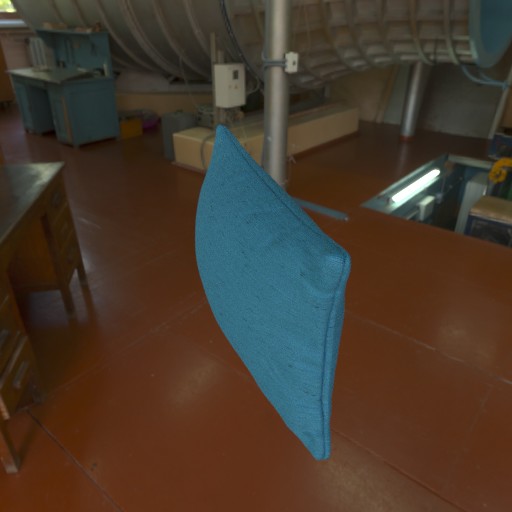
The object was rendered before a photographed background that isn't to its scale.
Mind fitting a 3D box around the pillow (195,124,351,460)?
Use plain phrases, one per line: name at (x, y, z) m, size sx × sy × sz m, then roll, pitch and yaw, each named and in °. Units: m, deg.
pillow at (0.000, 0.000, 0.811) m, size 0.210 × 0.338 × 0.633 m, roll -8°, pitch 30°, yaw -14°
